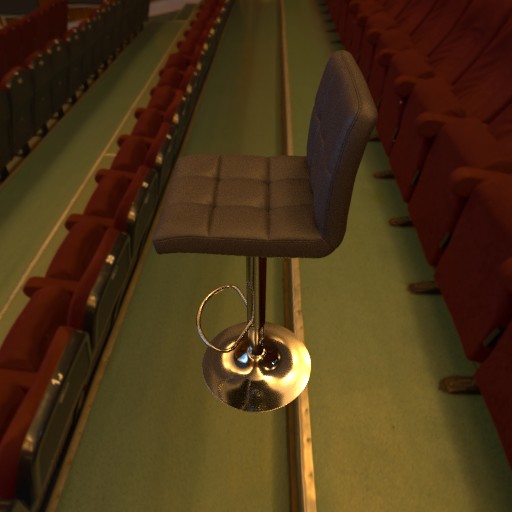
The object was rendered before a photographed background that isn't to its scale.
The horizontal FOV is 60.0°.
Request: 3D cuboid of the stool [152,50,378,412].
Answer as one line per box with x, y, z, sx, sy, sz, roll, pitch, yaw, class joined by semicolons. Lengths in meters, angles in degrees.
0.000;0.000;1.376;0.505;1.115;0.430;1;41;1;stool
